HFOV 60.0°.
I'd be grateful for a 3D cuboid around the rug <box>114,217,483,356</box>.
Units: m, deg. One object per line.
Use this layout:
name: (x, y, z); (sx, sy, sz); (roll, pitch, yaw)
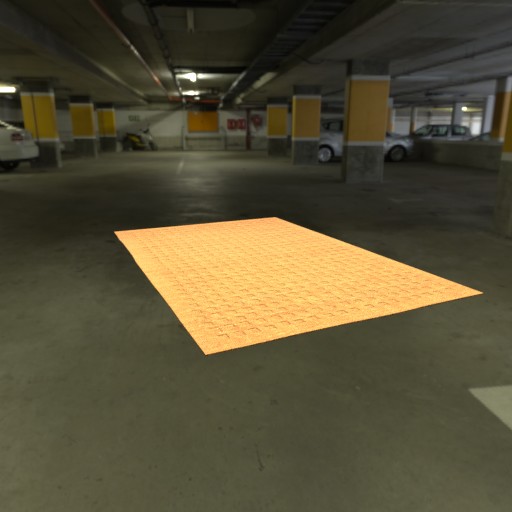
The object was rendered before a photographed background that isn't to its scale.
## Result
rug: (0.000, 0.000, 2.247); (1.143, 0.006, 1.747); (-7, 17, -24)
